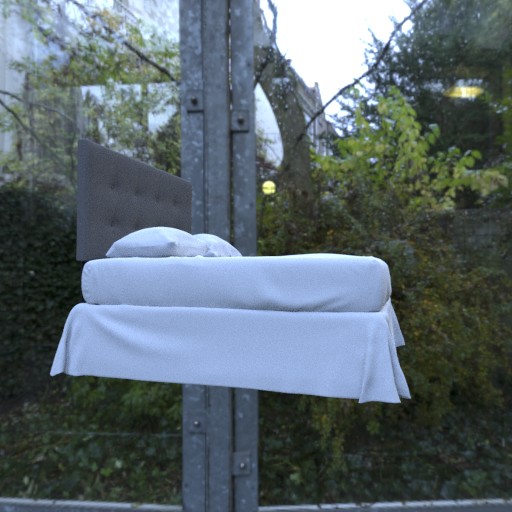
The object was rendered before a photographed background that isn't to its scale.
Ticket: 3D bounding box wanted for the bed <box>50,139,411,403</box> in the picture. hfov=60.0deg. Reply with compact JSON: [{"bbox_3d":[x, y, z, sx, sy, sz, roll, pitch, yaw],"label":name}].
[{"bbox_3d":[0.000,0.000,3.458,2.222,1.577,1.936,0,-1,18],"label":"bed"}]
